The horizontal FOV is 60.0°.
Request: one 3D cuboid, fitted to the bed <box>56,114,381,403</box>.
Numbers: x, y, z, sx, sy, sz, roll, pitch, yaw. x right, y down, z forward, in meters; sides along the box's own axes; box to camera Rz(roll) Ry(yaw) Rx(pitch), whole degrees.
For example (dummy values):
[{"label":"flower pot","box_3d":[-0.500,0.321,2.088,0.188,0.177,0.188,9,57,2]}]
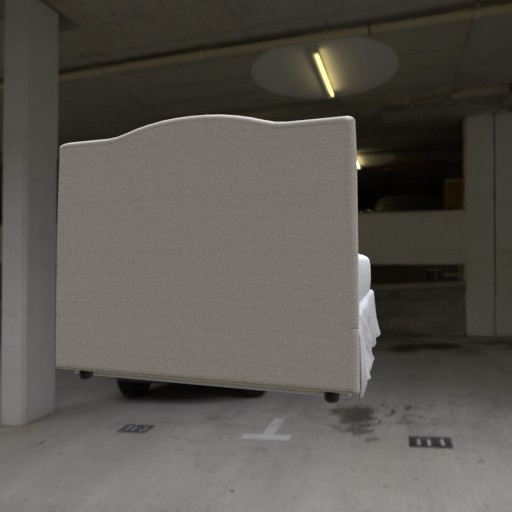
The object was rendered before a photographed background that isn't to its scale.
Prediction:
[{"label":"bed","box_3d":[0.000,0.000,3.334,1.741,1.449,2.196,0,-1,17]}]
